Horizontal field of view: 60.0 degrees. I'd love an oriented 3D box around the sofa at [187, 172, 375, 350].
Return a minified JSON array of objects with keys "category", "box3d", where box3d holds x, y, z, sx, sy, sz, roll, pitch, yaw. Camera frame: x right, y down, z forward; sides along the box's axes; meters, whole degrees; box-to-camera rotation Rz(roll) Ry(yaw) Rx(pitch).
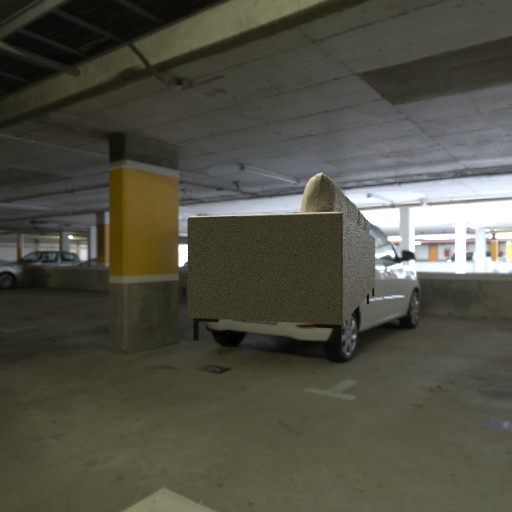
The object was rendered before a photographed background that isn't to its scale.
[{"category":"sofa","box3d":[0.000,0.000,4.249,2.048,0.996,3.384,0,0,18]}]
